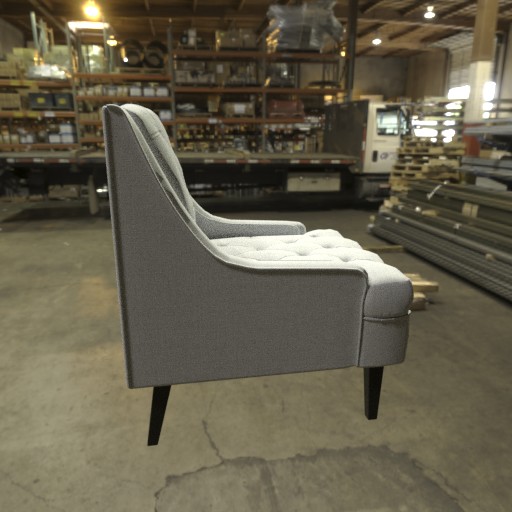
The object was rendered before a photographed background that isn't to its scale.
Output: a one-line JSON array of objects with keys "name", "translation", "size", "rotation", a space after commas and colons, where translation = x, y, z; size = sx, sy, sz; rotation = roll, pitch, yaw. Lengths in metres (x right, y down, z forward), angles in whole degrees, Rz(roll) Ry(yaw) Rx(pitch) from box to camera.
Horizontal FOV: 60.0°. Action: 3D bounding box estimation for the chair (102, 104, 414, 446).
[{"name": "chair", "translation": [0.000, 0.000, 1.405], "size": [0.772, 0.891, 0.658], "rotation": [-3, 16, -10]}]
